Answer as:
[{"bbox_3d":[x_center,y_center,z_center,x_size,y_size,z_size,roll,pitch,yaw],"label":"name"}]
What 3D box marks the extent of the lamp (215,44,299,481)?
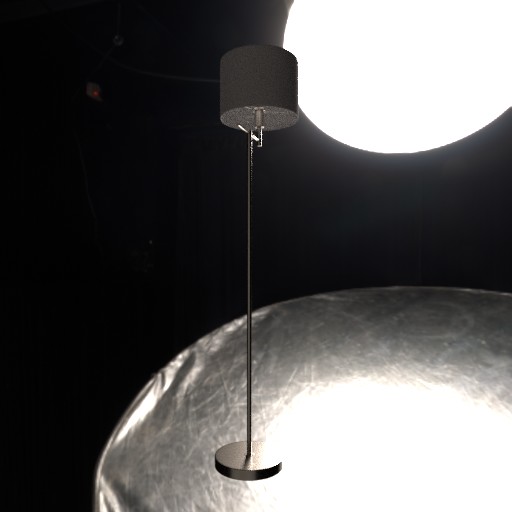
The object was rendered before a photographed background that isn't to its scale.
[{"bbox_3d":[0.000,0.000,1.784,0.324,1.600,0.416,0,-1,18],"label":"lamp"}]
